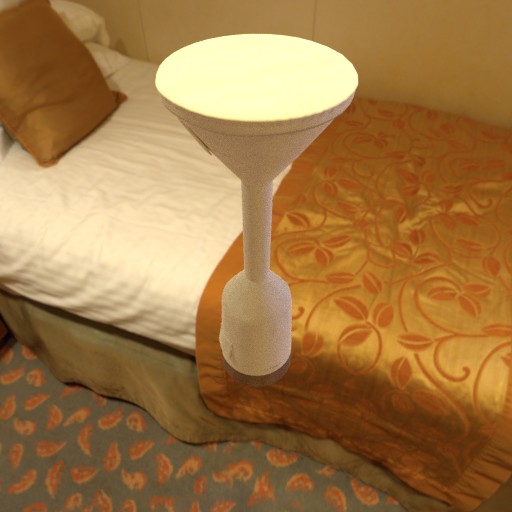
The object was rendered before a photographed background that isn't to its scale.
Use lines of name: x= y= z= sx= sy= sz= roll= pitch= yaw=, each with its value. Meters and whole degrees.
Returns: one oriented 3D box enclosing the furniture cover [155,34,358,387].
furniture cover: x=0.000 y=0.000 z=2.870 sx=0.914 sy=2.413 sz=0.914 roll=-17 pitch=48 yaw=-16
